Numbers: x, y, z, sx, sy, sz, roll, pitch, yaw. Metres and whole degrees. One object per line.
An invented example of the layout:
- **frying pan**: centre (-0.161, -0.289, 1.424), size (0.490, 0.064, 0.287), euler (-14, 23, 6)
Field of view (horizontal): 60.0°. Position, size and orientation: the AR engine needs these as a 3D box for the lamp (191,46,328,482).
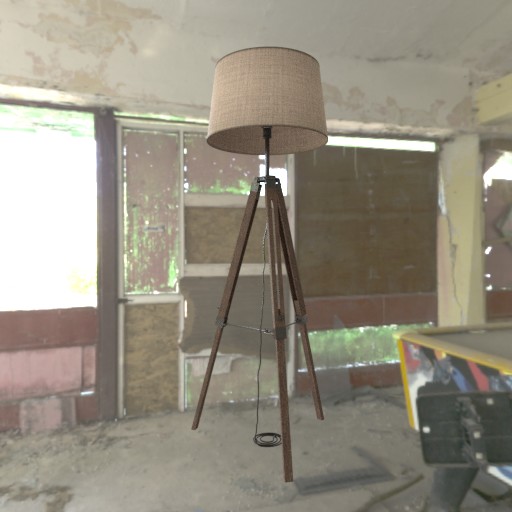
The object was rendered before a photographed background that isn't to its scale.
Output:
- **lamp**: centre (0.000, 0.000, 1.825), size (0.587, 1.510, 0.604), euler (0, 1, 18)
